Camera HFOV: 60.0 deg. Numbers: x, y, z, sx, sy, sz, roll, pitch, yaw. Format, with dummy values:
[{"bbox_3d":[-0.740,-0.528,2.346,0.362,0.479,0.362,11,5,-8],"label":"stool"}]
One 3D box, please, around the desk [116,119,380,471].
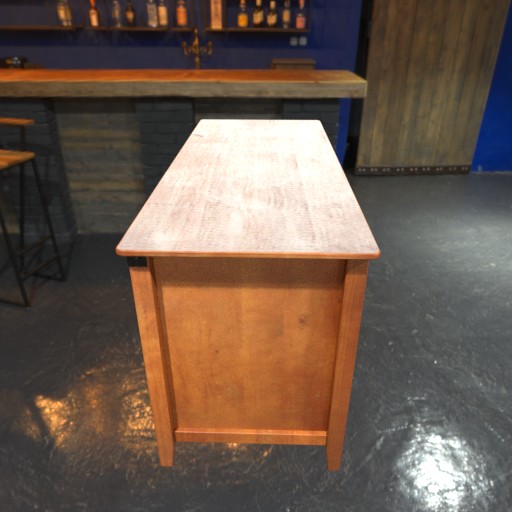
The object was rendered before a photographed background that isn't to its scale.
[{"bbox_3d":[0.000,0.000,1.719,0.574,0.756,1.353,1,29,1],"label":"desk"}]
